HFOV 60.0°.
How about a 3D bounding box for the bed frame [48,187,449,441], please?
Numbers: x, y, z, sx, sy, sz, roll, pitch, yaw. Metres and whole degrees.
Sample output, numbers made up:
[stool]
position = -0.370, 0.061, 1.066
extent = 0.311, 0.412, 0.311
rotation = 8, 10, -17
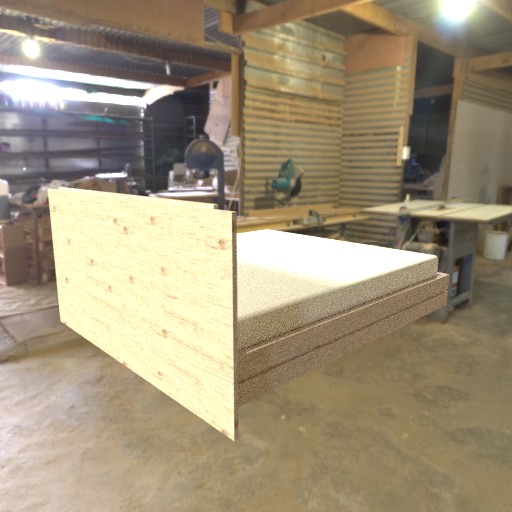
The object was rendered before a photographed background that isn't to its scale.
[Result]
[bed frame]
position = 0.000, 0.000, 3.134
extent = 2.080, 0.970, 1.950
rotation = -11, 16, -42
